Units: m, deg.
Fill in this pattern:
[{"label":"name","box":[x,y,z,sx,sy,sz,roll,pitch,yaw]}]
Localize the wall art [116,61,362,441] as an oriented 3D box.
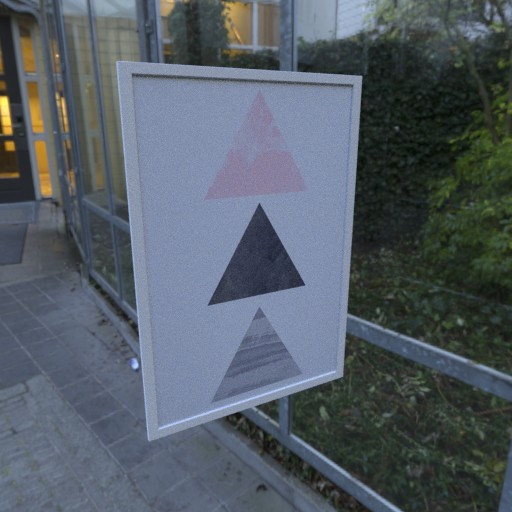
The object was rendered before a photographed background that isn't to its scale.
[{"label":"wall art","box":[0.000,0.000,1.208,0.659,0.940,0.013,-9,19,-27]}]
